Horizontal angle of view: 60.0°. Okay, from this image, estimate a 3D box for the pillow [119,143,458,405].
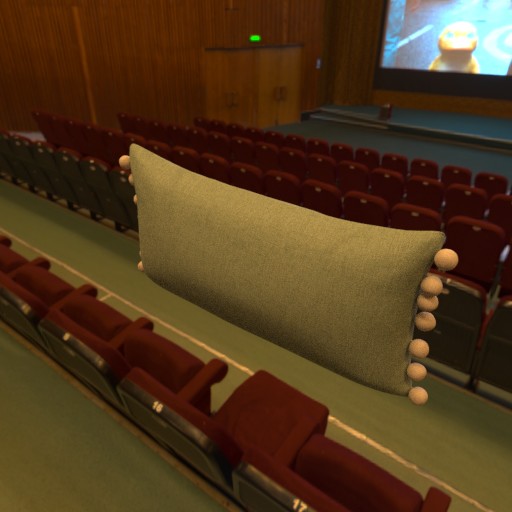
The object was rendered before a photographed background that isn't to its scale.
[{"bbox_3d":[0.000,0.000,0.838,0.709,0.322,0.201,21,35,32],"label":"pillow"}]
